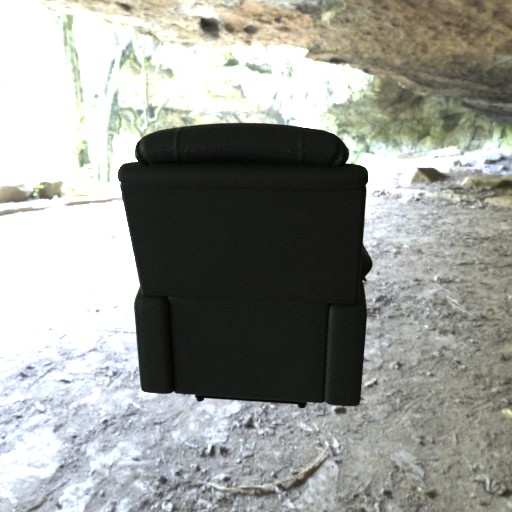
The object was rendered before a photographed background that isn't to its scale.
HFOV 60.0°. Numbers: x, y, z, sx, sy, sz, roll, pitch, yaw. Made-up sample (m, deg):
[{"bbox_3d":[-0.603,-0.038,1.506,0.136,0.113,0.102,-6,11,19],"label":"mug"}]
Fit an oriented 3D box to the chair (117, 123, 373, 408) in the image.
[{"bbox_3d":[0.000,0.000,1.725,0.855,0.992,0.919,2,17,6],"label":"chair"}]
